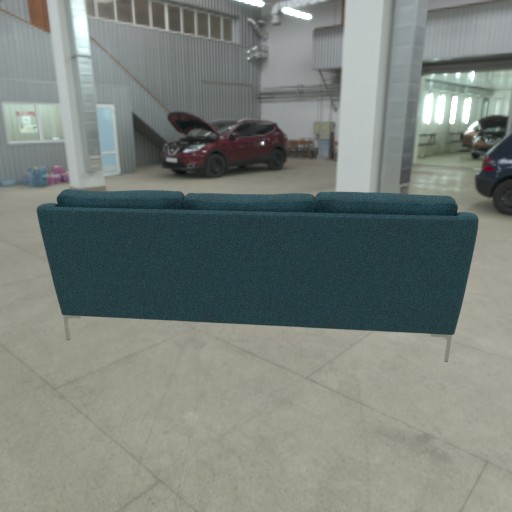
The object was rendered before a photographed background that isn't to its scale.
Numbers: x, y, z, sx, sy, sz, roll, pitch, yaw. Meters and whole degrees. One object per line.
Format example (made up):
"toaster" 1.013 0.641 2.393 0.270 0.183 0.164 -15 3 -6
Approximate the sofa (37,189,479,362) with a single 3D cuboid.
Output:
"sofa" 0.000 0.000 2.507 2.060 0.837 0.849 2 17 6
